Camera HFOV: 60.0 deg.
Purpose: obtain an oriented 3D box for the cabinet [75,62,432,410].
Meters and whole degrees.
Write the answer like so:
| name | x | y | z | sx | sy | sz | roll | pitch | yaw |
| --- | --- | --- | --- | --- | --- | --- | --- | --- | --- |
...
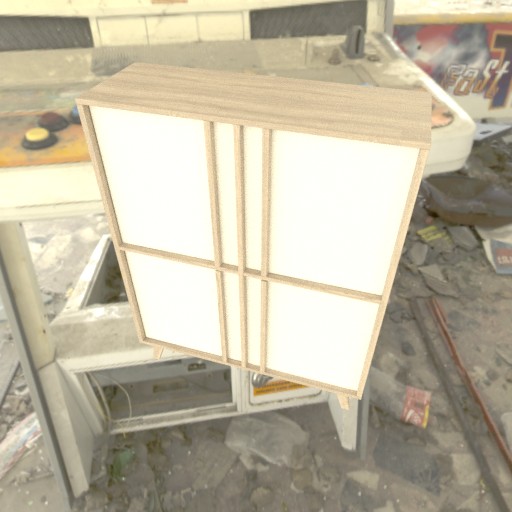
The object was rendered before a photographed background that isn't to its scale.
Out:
| name | x | y | z | sx | sy | sz | roll | pitch | yaw |
| --- | --- | --- | --- | --- | --- | --- | --- | --- | --- |
| cabinet | 0.000 | 0.000 | 1.910 | 1.111 | 1.388 | 0.398 | 11 | 41 | 13 |
